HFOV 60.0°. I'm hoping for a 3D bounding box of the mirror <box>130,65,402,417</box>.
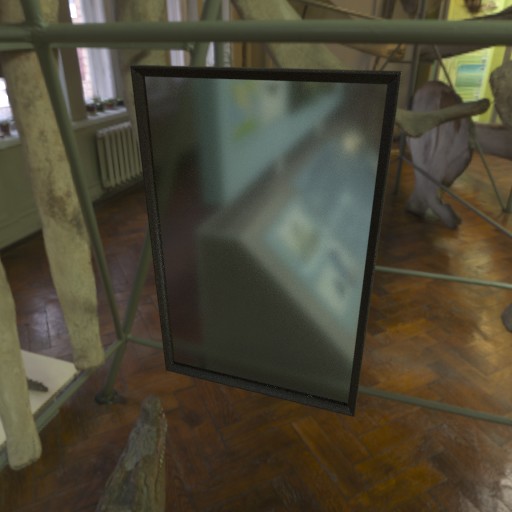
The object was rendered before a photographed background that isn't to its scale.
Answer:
[{"bbox_3d":[0.000,0.000,1.169,0.609,0.915,0.041,9,28,17],"label":"mirror"}]
